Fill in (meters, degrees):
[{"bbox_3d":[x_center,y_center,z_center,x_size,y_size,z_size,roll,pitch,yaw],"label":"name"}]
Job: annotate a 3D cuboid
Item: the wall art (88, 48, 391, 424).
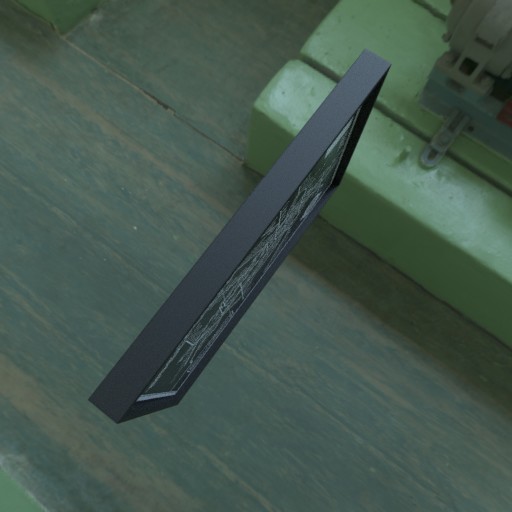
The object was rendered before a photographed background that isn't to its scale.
[{"bbox_3d":[0.000,0.000,0.860,0.051,0.456,0.671,35,77,9],"label":"wall art"}]
